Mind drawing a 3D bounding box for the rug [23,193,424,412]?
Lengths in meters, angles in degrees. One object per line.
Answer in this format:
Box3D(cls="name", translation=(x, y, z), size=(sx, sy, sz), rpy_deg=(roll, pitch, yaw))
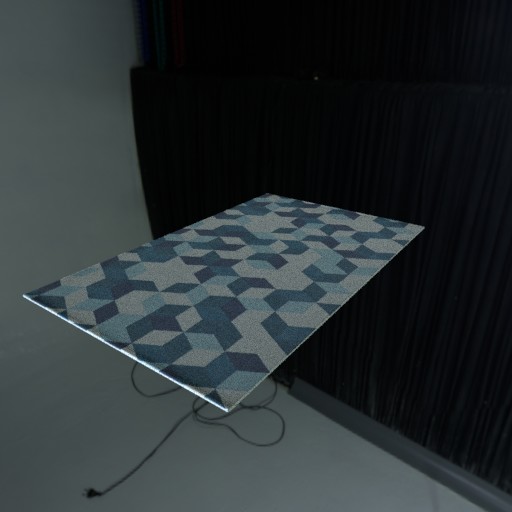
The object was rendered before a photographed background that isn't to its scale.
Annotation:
Box3D(cls="rug", translation=(0.000, 0.000, 3.017), size=(1.518, 0.015, 2.438), rpy_deg=(17, 30, 32))
